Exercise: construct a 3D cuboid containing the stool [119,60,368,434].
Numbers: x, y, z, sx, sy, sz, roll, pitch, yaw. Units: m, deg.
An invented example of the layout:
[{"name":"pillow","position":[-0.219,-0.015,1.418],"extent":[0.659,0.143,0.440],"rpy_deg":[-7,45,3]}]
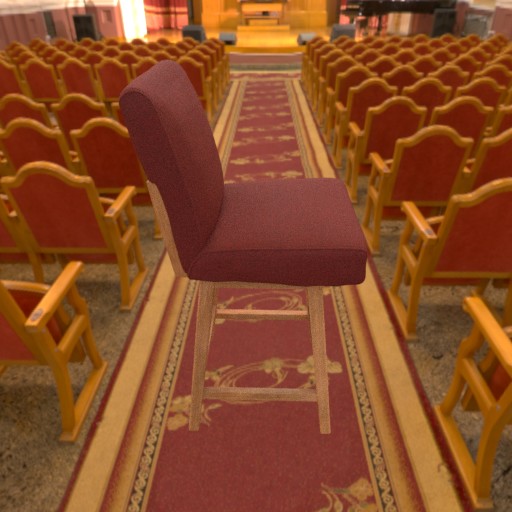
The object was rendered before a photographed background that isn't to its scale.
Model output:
[{"name":"stool","position":[0.000,0.000,1.321],"extent":[0.562,1.038,0.468],"rpy_deg":[1,32,1]}]
